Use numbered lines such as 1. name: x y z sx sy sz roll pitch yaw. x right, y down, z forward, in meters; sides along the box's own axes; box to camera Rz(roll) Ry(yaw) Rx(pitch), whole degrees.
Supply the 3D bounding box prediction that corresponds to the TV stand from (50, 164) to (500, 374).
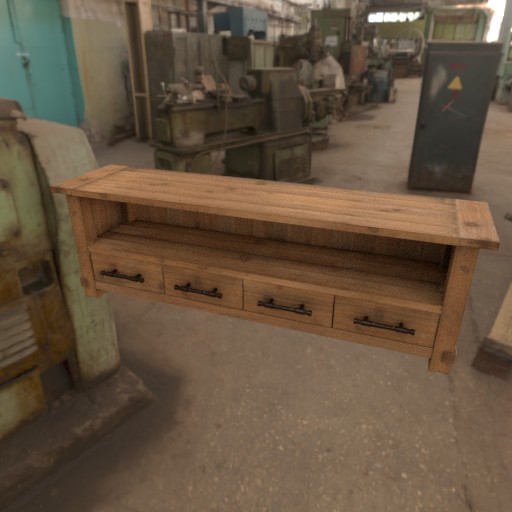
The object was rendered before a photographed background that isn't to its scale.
1. TV stand: 0.000 0.000 1.983 1.804 0.573 0.453 9 27 18
